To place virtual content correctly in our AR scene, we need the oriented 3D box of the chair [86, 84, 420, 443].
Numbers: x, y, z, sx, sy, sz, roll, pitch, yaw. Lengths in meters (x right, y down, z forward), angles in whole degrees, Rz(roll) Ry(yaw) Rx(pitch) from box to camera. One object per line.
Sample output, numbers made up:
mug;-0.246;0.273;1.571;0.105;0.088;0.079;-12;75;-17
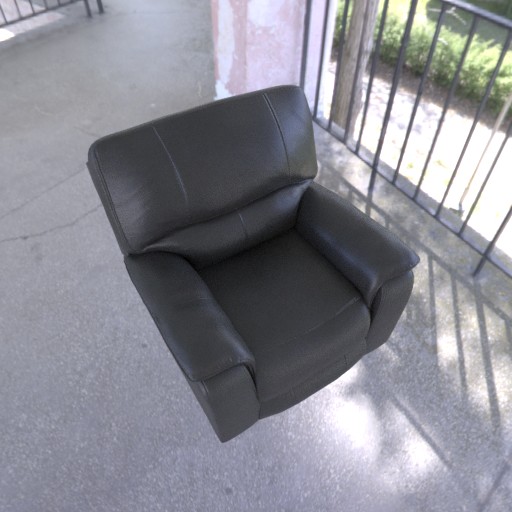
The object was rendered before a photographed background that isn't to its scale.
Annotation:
chair;0.000;0.000;2.012;1.096;1.109;1.087;-25;52;-21
